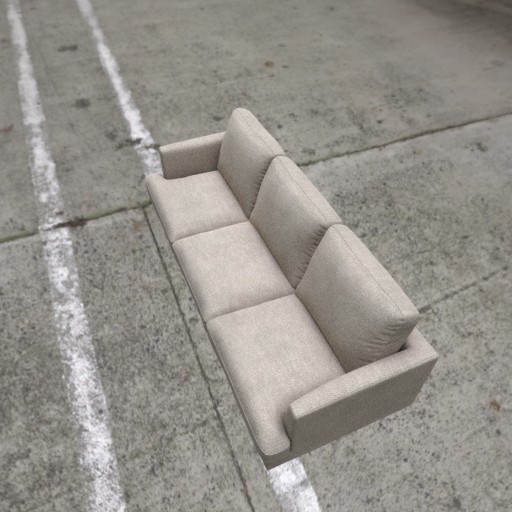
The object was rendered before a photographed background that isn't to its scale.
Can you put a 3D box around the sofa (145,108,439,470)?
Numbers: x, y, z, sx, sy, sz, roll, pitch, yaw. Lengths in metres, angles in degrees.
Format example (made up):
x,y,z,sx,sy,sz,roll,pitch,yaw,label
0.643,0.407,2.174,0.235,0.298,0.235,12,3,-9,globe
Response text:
x,y,z,sx,sy,sz,roll,pitch,yaw,label
0.000,0.000,2.762,0.903,0.930,2.246,-17,49,-16,sofa
